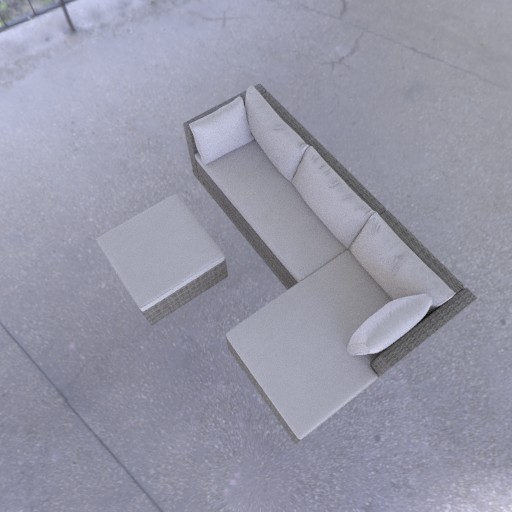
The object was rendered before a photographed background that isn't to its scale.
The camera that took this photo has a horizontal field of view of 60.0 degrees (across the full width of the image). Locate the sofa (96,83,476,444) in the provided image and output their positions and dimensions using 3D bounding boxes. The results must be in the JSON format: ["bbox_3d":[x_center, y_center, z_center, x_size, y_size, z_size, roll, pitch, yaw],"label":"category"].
[{"bbox_3d":[0.000,0.000,3.025,1.662,0.766,2.192,-33,68,-15],"label":"sofa"}]
